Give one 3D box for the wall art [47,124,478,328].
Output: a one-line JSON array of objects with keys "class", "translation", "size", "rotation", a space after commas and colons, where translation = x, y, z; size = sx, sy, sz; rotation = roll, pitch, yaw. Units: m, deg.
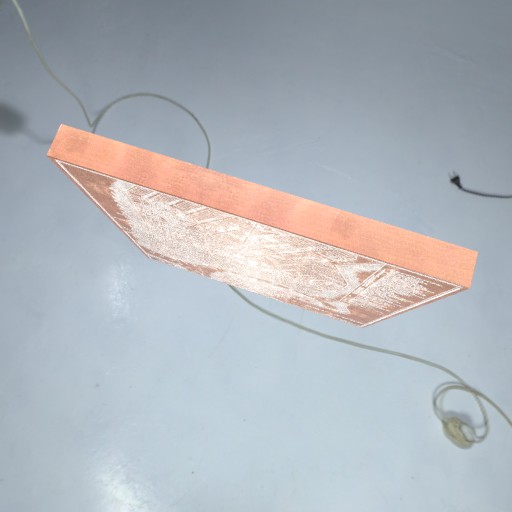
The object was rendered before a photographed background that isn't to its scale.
[{"class": "wall art", "translation": [0.000, 0.000, 0.599], "size": [0.403, 0.403, 0.035], "rotation": [18, 77, 4]}]
